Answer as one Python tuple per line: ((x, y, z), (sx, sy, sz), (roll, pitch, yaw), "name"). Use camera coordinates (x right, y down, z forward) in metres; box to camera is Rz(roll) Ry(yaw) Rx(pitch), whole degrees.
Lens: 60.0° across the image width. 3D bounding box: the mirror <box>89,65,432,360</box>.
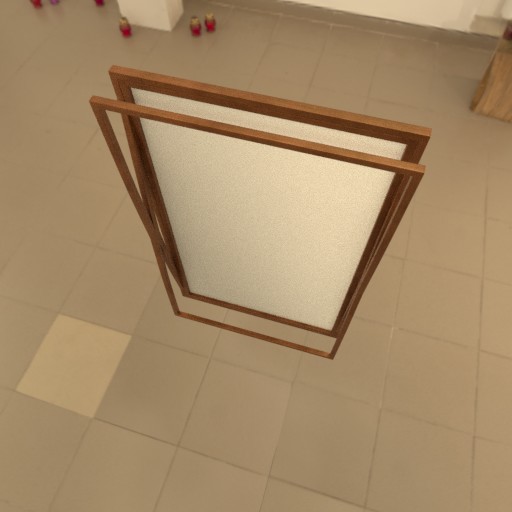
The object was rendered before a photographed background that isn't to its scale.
((0.000, 0.000, 0.936), (0.468, 0.768, 0.082), (14, 61, 8), "mirror")
